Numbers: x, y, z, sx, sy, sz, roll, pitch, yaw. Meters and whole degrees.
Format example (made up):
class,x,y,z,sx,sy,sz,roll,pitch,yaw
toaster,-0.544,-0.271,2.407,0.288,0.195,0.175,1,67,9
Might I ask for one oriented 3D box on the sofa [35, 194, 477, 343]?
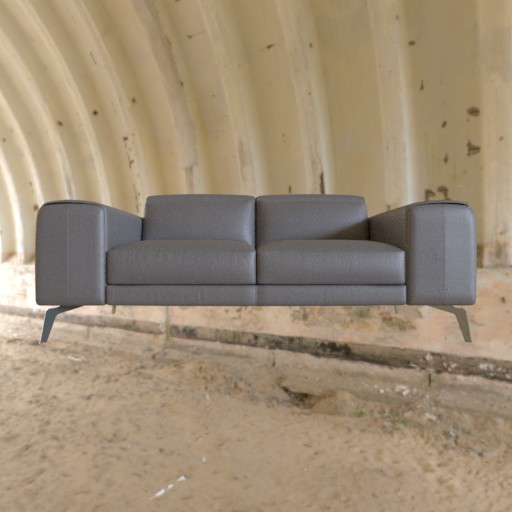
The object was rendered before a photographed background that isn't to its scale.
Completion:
class,x,y,z,sx,sy,sz,roll,pitch,yaw
sofa,0.000,0.000,2.411,1.930,0.753,1.024,0,0,0
